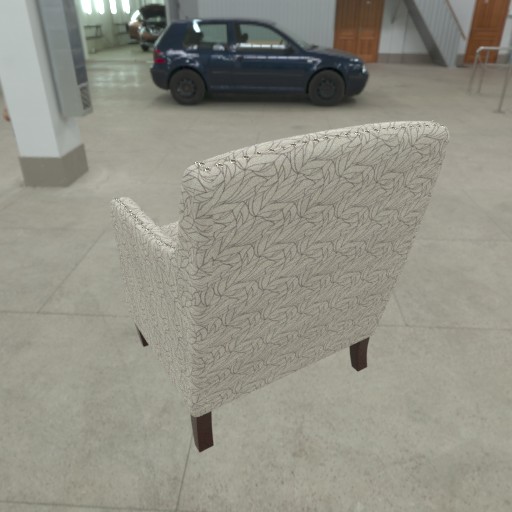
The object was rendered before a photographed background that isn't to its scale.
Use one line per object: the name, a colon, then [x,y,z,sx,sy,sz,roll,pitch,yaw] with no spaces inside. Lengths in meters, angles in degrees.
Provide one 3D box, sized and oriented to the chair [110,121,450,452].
chair: [0.000,0.000,1.256,0.623,0.816,0.651,-17,33,-28]
